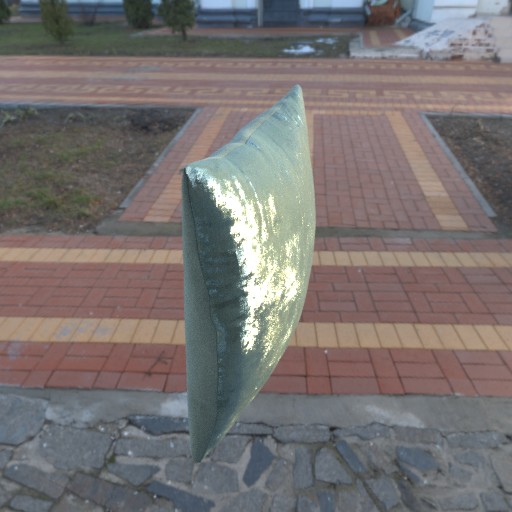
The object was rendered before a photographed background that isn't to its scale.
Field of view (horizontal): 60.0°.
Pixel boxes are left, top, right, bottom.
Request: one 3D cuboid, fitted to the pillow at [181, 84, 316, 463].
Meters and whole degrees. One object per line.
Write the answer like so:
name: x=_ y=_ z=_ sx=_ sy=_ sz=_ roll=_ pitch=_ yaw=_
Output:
pillow: x=0.000 y=0.000 z=0.723 sx=0.175 sy=0.464 sz=0.470 roll=10 pitch=33 yaw=16
